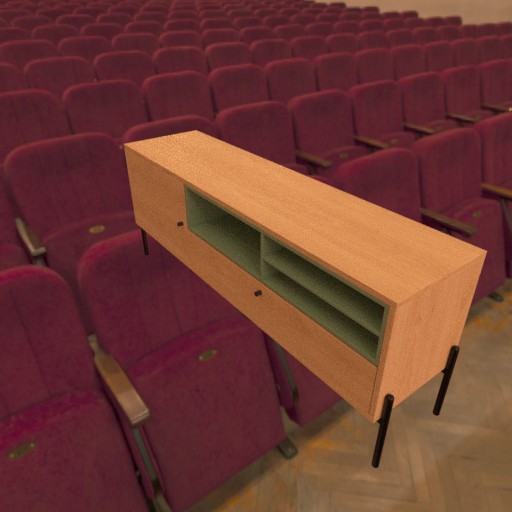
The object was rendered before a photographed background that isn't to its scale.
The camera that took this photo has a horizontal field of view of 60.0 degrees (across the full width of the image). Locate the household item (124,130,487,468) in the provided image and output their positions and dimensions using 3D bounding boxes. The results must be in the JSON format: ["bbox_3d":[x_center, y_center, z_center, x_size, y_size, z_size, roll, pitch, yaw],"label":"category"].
[{"bbox_3d":[0.000,0.000,1.744,0.400,0.600,1.550,-21,37,-31],"label":"household item"}]
